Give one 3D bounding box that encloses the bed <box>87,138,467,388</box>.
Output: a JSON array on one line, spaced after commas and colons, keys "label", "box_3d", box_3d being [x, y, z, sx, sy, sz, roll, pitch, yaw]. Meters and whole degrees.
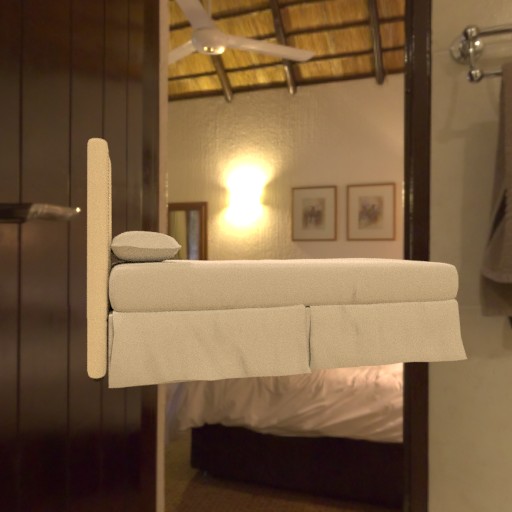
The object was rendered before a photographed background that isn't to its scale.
[{"label": "bed", "box_3d": [0.000, 0.000, 3.580, 2.477, 1.437, 1.977, 0, 0, -18]}]
